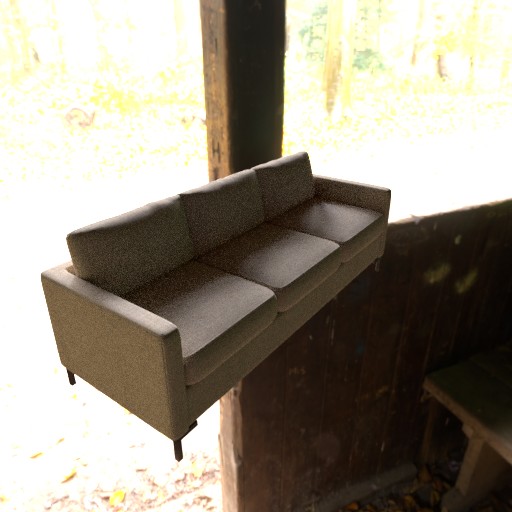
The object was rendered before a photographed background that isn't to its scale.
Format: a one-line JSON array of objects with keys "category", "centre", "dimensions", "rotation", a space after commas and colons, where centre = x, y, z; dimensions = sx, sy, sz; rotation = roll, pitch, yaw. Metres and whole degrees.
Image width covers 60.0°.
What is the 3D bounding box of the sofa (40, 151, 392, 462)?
[{"category": "sofa", "centre": [0.000, 0.000, 2.692], "dimensions": [0.859, 0.874, 2.218], "rotation": [18, 31, 32]}]
